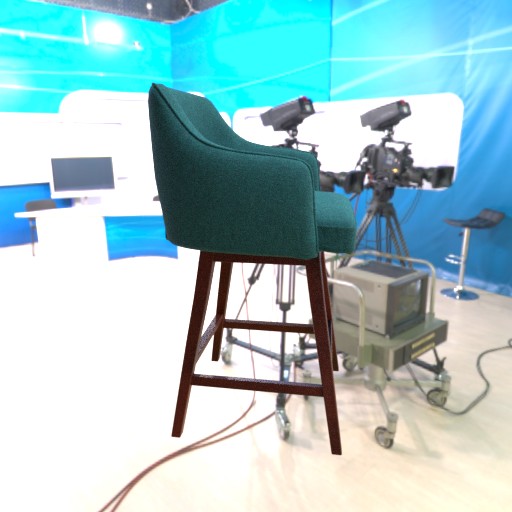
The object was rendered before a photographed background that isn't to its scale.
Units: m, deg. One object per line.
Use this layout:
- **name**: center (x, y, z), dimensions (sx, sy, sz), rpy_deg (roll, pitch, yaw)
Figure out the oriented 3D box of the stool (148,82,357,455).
- **stool**: center (0.000, 0.000, 1.330), dimensions (0.556, 0.961, 0.548), rpy_deg (2, 15, 9)
